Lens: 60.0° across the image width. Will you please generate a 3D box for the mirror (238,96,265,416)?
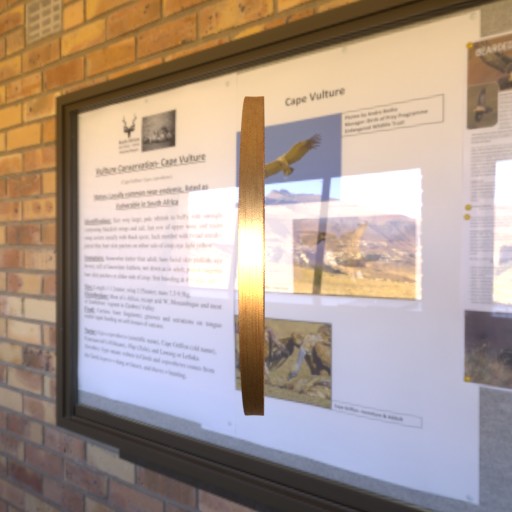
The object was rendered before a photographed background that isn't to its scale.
[{"bbox_3d":[0.000,0.000,0.834,0.032,0.565,0.565,0,0,1],"label":"mirror"}]
